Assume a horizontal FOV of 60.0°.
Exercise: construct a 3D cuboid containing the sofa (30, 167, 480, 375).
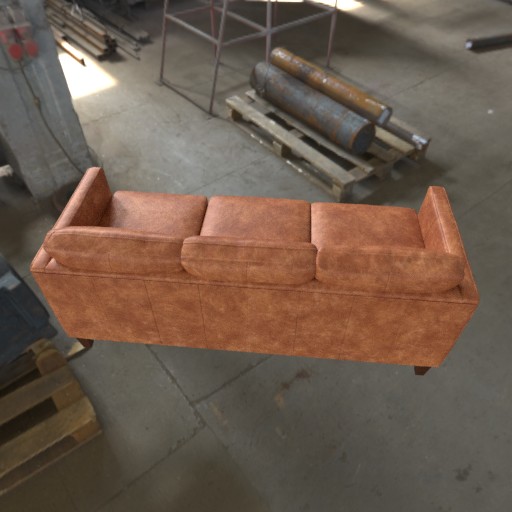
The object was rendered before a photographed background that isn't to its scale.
[{"bbox_3d":[0.000,0.000,2.950,2.464,1.006,1.045,4,47,4],"label":"sofa"}]
